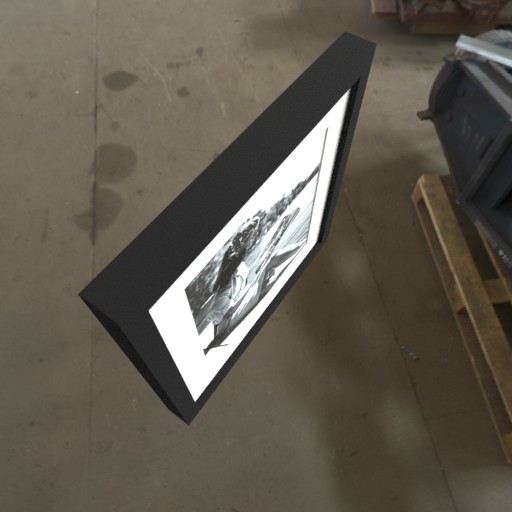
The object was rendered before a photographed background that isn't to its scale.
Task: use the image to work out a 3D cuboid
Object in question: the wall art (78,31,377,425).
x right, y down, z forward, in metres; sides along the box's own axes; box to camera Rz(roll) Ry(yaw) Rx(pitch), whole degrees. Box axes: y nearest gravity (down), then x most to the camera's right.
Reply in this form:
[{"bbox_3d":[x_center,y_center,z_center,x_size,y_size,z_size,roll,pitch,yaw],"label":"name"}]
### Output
[{"bbox_3d":[0.000,0.000,0.443,0.030,0.305,0.308,31,64,17],"label":"wall art"}]
